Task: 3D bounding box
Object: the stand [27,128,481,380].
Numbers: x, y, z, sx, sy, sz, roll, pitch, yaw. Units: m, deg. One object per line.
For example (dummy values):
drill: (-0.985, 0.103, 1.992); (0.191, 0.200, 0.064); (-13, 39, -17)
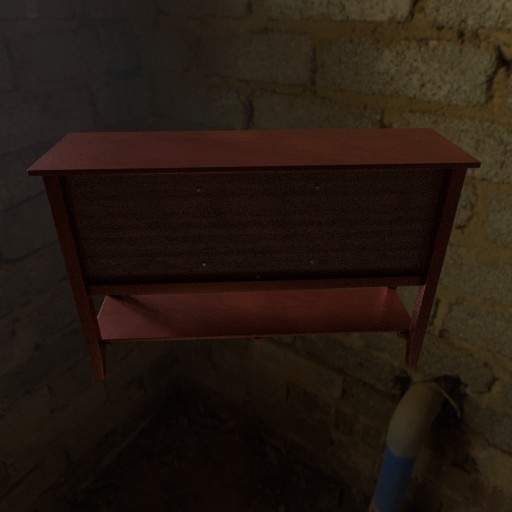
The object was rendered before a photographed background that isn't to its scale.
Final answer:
stand: (0.000, 0.000, 1.725); (1.362, 0.872, 0.410); (-2, 31, -3)
